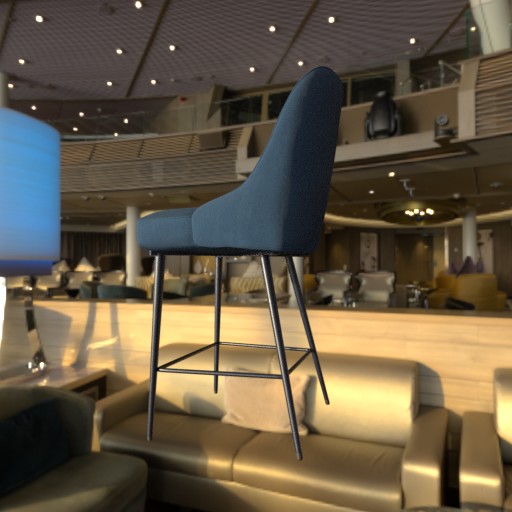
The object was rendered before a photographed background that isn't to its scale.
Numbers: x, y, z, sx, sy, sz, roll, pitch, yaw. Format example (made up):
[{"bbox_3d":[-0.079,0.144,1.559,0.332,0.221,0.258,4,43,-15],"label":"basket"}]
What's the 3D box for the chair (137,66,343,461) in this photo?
[{"bbox_3d":[0.000,0.000,1.260,0.489,0.927,0.526,0,-1,18],"label":"chair"}]
